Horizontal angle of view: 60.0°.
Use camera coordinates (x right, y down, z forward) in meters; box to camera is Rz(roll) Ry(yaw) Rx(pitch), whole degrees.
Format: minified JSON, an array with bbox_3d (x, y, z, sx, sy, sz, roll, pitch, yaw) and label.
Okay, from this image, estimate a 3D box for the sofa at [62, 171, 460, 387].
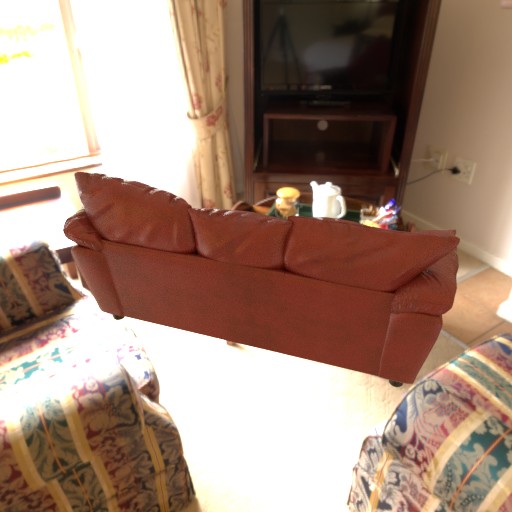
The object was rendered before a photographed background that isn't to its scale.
[{"bbox_3d":[0.000,0.000,2.872,2.390,1.091,0.907,10,33,16],"label":"sofa"}]
